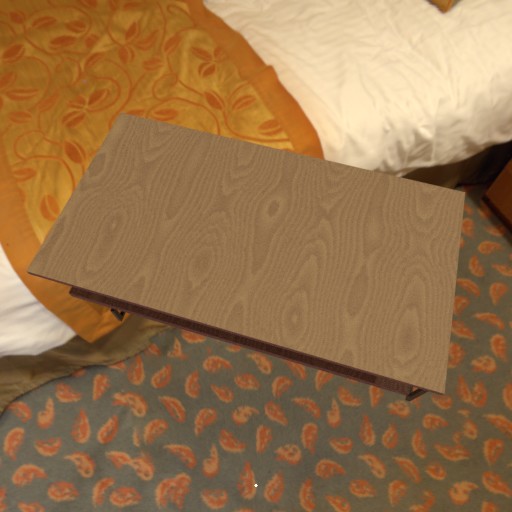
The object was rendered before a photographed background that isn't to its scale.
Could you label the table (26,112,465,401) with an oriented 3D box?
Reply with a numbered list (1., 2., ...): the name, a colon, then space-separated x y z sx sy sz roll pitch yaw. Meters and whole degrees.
1. table: 0.000 0.000 1.502 1.197 0.347 0.651 15 64 8
